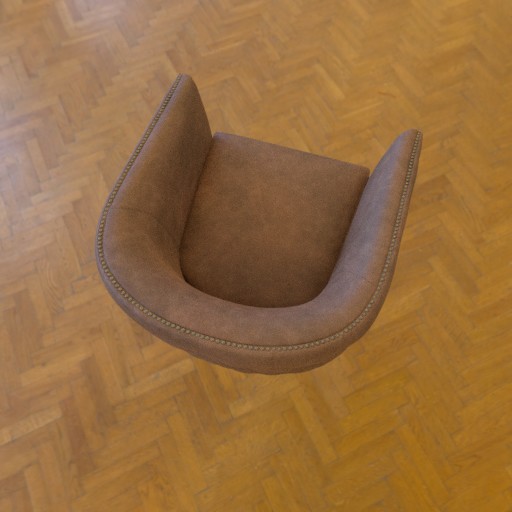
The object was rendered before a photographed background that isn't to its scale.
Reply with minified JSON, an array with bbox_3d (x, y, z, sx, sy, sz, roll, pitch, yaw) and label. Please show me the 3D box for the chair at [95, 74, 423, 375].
[{"bbox_3d":[0.000,0.000,1.533,0.850,0.790,0.870,16,66,8],"label":"chair"}]
